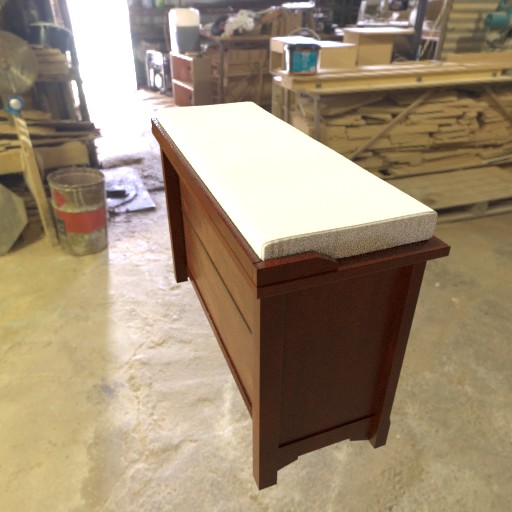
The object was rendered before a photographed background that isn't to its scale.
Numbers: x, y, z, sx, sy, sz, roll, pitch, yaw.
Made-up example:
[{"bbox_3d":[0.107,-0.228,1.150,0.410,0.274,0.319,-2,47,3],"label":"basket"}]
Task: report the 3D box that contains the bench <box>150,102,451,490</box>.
[{"bbox_3d":[0.000,0.000,1.262,0.369,0.646,0.987,-11,33,-18],"label":"bench"}]
